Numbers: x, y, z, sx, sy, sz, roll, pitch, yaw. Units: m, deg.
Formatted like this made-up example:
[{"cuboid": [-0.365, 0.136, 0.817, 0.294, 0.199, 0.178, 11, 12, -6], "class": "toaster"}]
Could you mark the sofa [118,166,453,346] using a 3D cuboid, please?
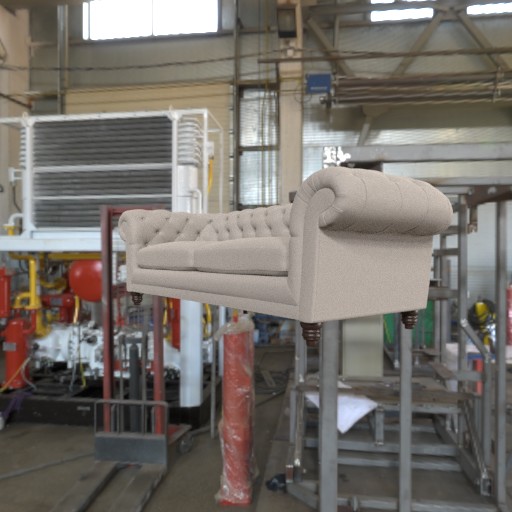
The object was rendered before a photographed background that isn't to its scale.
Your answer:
[{"cuboid": [0.000, 0.000, 2.867, 0.991, 0.749, 2.411, 0, 0, -37], "class": "sofa"}]
